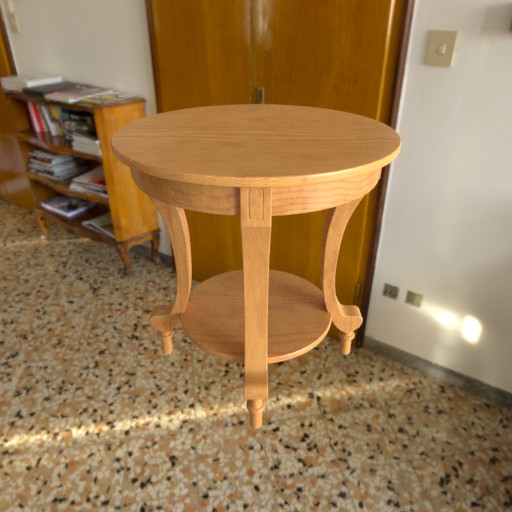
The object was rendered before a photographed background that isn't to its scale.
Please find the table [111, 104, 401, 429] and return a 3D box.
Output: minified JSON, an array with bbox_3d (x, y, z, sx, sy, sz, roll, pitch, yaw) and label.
[{"bbox_3d":[0.000,0.000,1.093,0.597,0.612,0.597,0,29,0],"label":"table"}]
